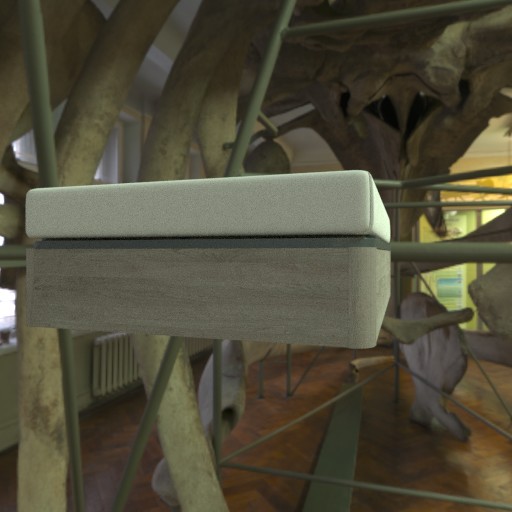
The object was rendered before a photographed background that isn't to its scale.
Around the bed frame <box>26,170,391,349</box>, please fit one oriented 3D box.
[{"bbox_3d":[0.000,0.000,2.477,1.400,0.561,1.900,0,0,18],"label":"bed frame"}]
